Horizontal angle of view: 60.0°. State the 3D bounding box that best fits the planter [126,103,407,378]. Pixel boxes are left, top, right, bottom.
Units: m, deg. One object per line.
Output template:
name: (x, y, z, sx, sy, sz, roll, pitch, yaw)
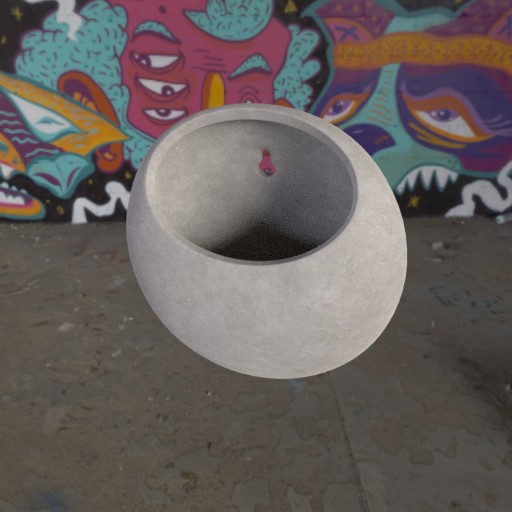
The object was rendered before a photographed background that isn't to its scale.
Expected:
planter: (0.000, 0.000, 0.286, 0.185, 0.188, 0.071, 8, 26, 16)
